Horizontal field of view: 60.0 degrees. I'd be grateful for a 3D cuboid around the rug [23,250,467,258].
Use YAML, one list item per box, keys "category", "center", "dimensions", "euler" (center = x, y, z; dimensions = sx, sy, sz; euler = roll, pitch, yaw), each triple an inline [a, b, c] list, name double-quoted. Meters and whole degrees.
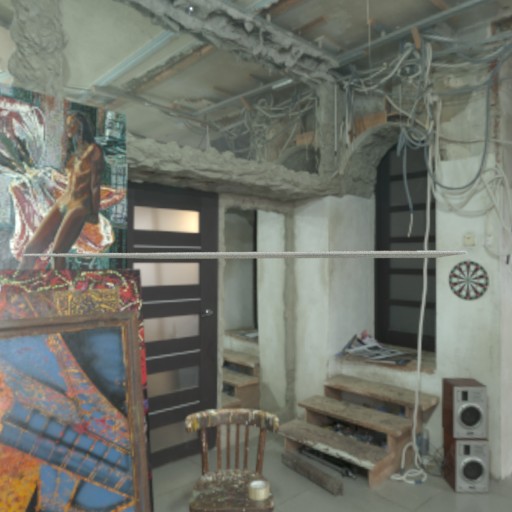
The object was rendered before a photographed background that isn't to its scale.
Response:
- category: "rug"
  center: [0.000, 0.000, 2.850]
  dimensions: [2.275, 0.014, 1.514]
  euler: [0, -1, 18]
